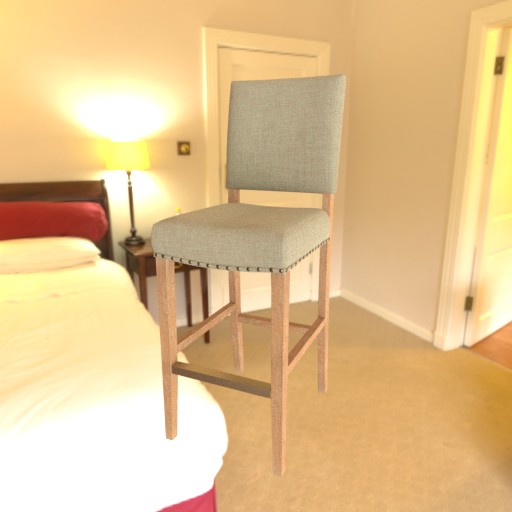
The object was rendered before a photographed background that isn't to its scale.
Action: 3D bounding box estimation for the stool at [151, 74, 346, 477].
[{"bbox_3d":[0.000,0.000,1.523,0.445,1.203,0.585,7,16,24],"label":"stool"}]
